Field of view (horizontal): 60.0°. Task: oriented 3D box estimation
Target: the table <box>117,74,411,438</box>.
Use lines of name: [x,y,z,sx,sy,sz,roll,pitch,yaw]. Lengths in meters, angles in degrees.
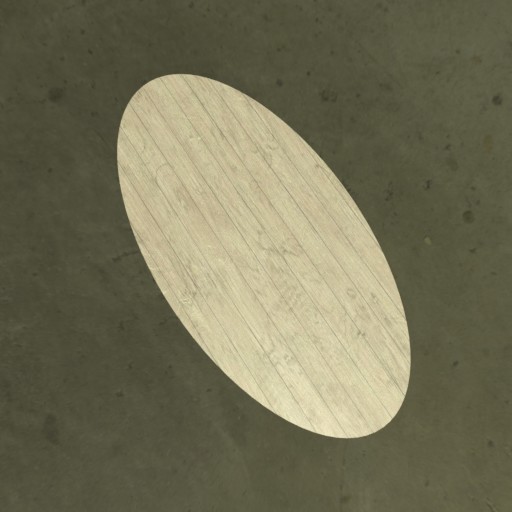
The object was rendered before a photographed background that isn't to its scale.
table: [0.000,0.000,1.322,0.542,0.390,1.083,-32,79,-7]
